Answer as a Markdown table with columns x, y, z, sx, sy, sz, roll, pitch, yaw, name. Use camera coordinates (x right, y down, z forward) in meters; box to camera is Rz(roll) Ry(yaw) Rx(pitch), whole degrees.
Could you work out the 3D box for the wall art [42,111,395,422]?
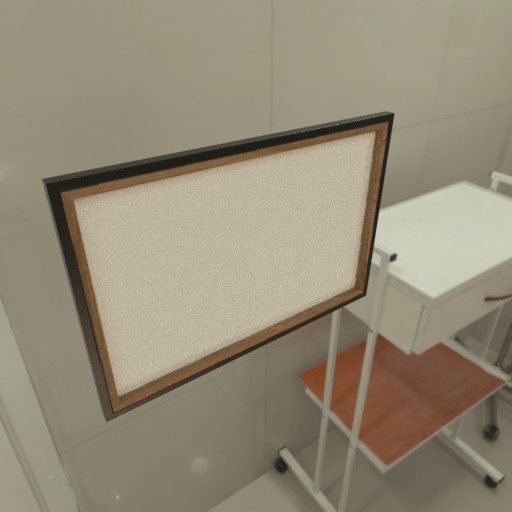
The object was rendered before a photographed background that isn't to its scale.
| x | y | z | sx | sy | sz | roll | pitch | yaw | name |
| --- | --- | --- | --- | --- | --- | --- | --- | --- | --- |
| 0.000 | 0.000 | 0.838 | 0.659 | 0.446 | 0.022 | -20 | 36 | -30 | wall art |
